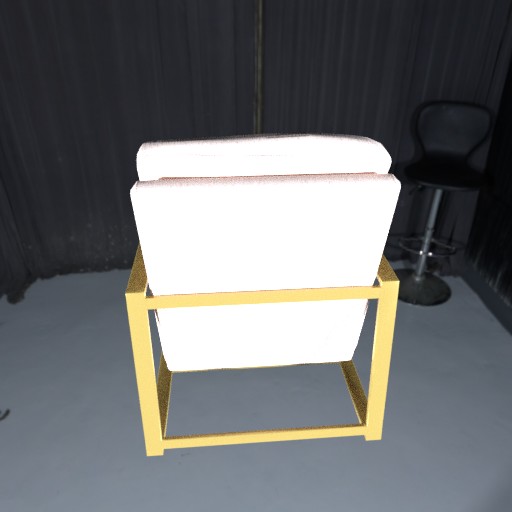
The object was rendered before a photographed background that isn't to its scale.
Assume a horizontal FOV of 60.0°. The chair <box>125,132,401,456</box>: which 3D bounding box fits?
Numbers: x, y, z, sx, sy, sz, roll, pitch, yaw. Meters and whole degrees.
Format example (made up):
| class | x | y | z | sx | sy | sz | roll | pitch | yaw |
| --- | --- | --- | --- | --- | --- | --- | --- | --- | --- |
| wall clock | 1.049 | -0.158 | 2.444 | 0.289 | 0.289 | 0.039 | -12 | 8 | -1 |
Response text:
| class | x | y | z | sx | sy | sz | roll | pitch | yaw |
| --- | --- | --- | --- | --- | --- | --- | --- | --- | --- |
| chair | 0.000 | 0.000 | 1.535 | 0.758 | 0.956 | 0.813 | -2 | 30 | -4 |
